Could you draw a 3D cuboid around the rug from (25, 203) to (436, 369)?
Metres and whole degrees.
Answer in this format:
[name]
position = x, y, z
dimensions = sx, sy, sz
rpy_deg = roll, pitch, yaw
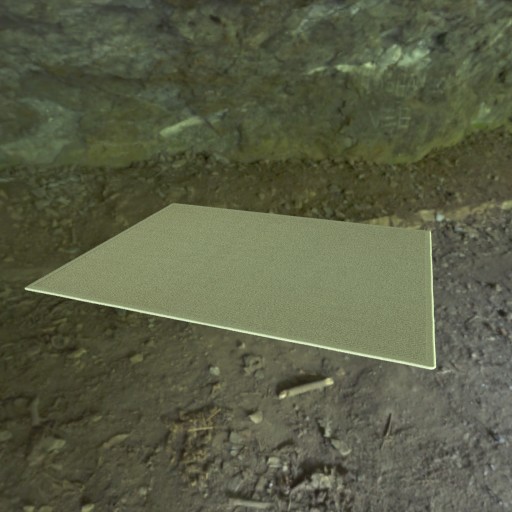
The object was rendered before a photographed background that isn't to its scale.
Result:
[rug]
position = 0.000, 0.000, 4.074
dimensions = 3.051, 0.020, 2.407
rpy_deg = 8, 25, 17
